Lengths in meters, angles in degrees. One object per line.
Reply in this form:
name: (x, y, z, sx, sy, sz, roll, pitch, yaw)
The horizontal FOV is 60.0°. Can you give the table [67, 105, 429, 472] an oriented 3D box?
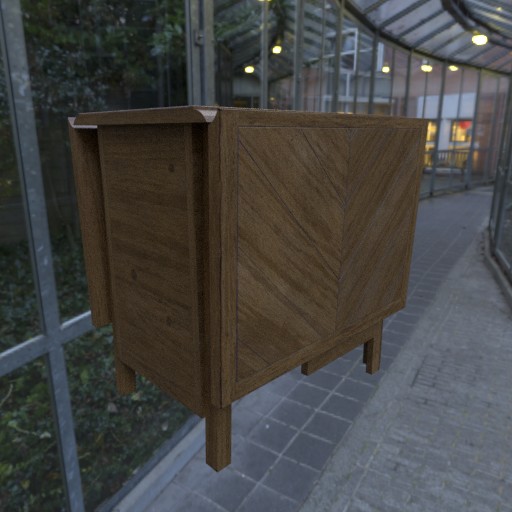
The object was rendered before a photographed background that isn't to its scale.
table: (0.000, 0.000, 1.259, 0.746, 0.763, 0.591, -15, 21, -43)
